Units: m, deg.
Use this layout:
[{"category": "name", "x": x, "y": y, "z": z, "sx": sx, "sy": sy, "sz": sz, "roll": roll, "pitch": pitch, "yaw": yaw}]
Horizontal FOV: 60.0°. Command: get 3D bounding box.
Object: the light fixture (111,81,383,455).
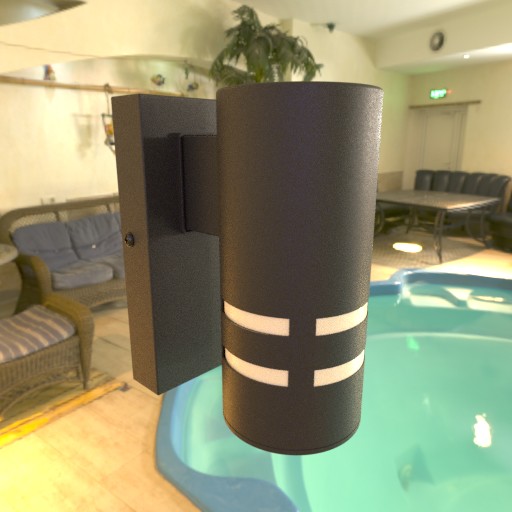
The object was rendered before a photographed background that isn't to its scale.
[{"category": "light fixture", "x": 0.000, "y": 0.000, "z": 0.259, "sx": 0.138, "sy": 0.179, "sz": 0.098, "roll": 14, "pitch": 20, "yaw": 42}]
